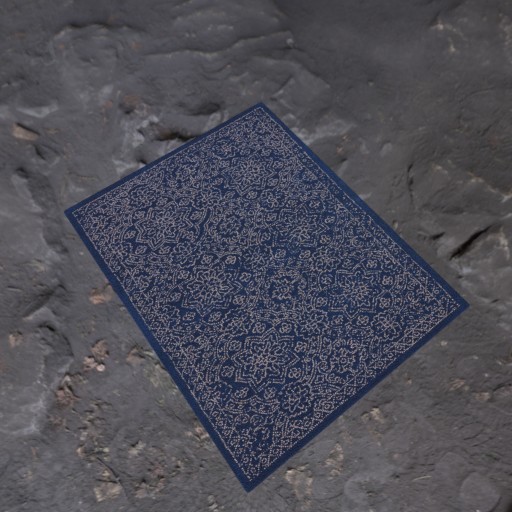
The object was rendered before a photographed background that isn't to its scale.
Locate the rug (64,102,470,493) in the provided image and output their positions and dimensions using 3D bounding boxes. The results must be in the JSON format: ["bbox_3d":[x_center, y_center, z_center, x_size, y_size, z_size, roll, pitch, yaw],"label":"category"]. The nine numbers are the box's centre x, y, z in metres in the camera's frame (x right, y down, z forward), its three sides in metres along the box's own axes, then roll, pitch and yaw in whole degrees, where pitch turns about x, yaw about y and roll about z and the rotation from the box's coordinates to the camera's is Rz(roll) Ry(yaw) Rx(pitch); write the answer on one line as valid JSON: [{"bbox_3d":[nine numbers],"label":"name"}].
[{"bbox_3d":[0.000,0.000,4.120,2.438,0.010,3.048,-34,68,-16],"label":"rug"}]
